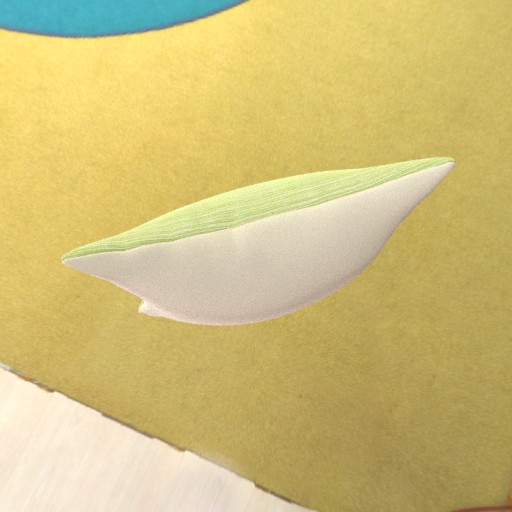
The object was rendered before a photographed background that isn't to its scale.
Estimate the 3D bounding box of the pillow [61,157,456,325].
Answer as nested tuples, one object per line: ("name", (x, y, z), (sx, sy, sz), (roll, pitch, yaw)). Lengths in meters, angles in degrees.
("pillow", (0.000, 0.000, 0.808), (0.560, 0.487, 0.229), (-15, 76, -4))
